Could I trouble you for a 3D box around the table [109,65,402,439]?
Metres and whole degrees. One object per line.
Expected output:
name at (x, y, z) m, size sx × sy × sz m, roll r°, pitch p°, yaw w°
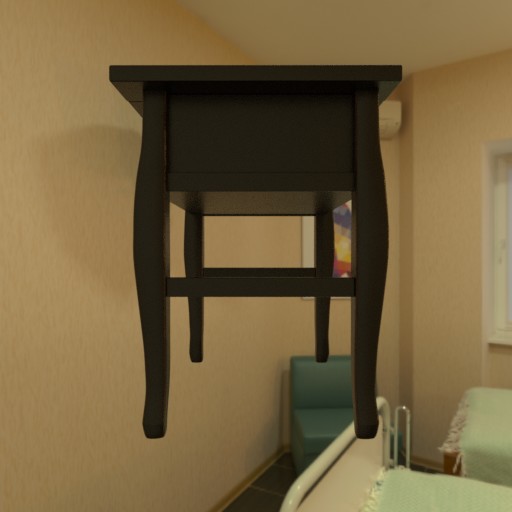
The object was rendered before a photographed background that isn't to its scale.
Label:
table at (0.000, 0.000, 0.995) m, size 0.460 × 0.604 × 0.602 m, roll 0°, pitch 0°, yaw 0°
